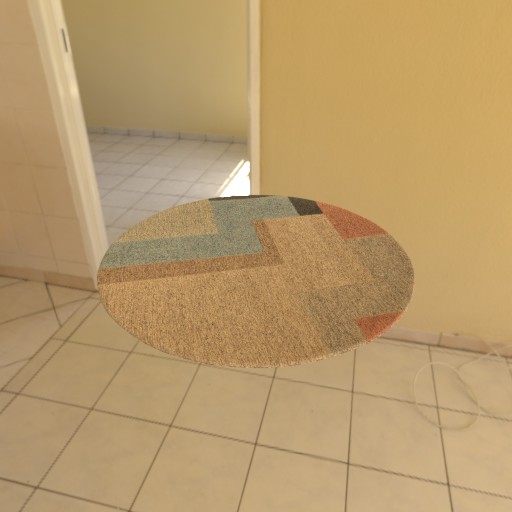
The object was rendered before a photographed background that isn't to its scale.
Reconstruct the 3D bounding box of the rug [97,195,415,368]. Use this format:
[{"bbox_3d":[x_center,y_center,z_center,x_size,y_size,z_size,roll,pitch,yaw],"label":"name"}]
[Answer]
[{"bbox_3d":[0.000,0.000,3.581,2.461,0.033,2.461,0,31,0],"label":"rug"}]
